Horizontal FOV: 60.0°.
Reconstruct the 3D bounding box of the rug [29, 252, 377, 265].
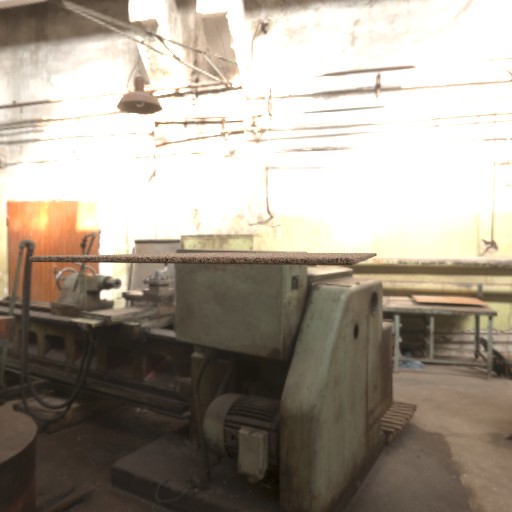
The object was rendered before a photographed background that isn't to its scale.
[{"bbox_3d":[0.000,0.000,3.047,1.524,0.030,2.438,0,1,17],"label":"rug"}]
